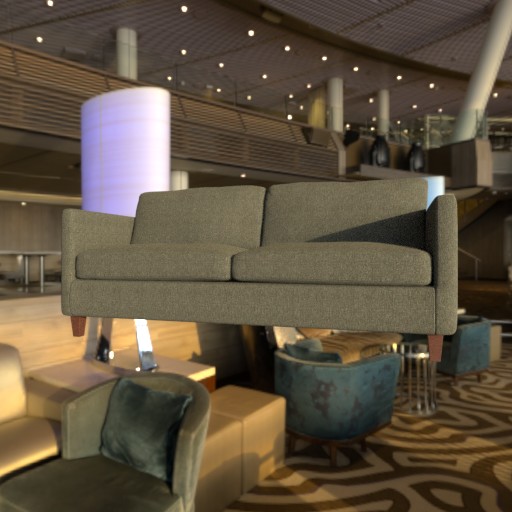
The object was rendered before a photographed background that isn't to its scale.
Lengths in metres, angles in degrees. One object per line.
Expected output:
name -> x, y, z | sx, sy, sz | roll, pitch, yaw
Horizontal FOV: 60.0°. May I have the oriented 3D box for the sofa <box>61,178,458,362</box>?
sofa -> 0.000, 0.000, 2.753 | 2.208, 0.965, 0.948 | 0, 0, 18
